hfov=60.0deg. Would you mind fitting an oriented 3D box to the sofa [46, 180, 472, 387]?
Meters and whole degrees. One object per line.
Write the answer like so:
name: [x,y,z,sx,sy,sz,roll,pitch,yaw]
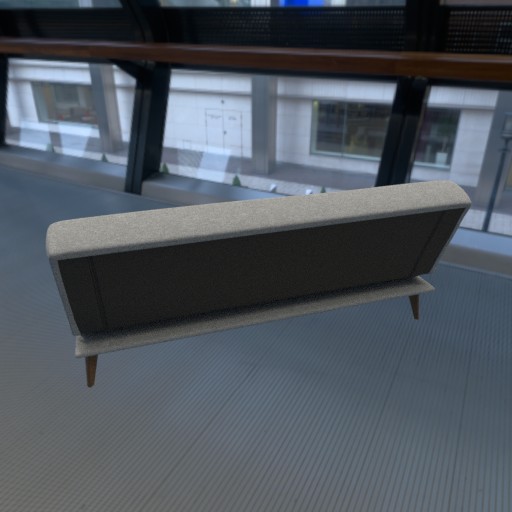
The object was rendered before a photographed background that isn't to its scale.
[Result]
sofa: [0.000,0.000,2.260,1.800,0.810,0.860,-8,28,-16]
